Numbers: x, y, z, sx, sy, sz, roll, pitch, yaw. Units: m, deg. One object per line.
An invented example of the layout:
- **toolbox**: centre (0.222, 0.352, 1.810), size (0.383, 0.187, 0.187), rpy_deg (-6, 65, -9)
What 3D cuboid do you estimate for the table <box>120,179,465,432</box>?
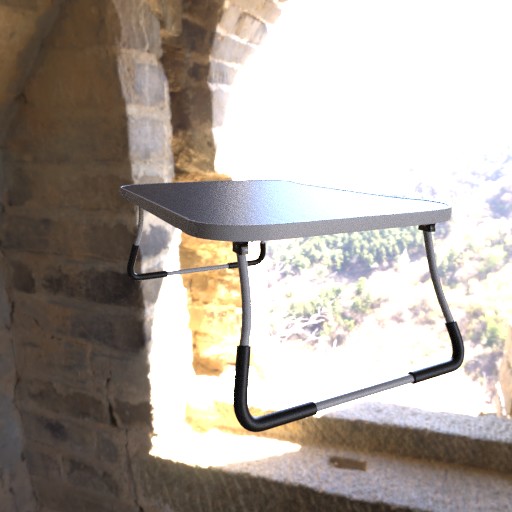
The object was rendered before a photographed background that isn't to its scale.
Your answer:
- **table**: centre (0.000, 0.000, 0.825), size (0.400, 0.232, 0.660), rpy_deg (-7, 16, -25)
